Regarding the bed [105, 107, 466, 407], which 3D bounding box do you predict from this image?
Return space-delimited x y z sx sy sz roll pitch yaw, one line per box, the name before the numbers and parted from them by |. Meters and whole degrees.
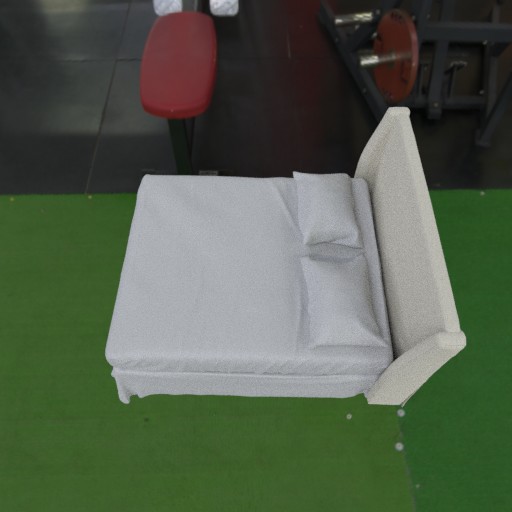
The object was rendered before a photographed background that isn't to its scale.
bed | 0.000 0.000 3.382 2.276 1.332 1.925 1 57 1
